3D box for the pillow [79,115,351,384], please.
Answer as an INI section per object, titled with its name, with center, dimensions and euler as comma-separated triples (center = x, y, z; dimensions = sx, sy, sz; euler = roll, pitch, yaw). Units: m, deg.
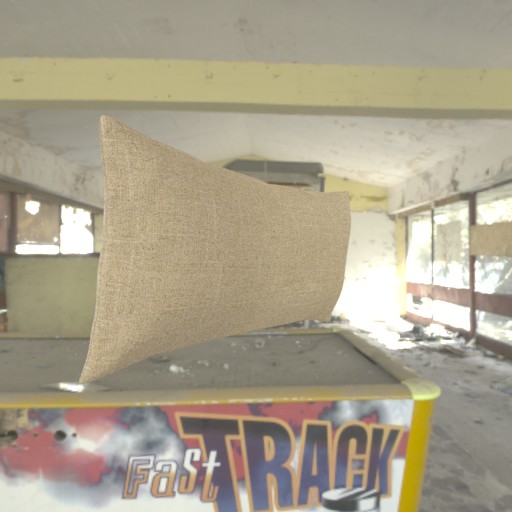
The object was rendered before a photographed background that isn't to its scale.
[pillow]
center = 0.000, 0.000, 0.712
dimensions = 0.155, 0.282, 0.612
euler = 0, -1, 35
